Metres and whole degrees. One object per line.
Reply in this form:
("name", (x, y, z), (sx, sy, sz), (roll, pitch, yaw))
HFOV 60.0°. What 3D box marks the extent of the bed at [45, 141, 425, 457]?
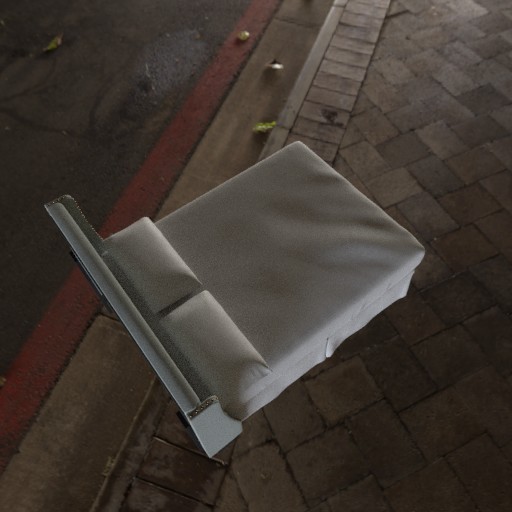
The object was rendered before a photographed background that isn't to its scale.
("bed", (0.000, 0.000, 3.402), (2.237, 1.407, 1.710), (-34, 64, -19))
